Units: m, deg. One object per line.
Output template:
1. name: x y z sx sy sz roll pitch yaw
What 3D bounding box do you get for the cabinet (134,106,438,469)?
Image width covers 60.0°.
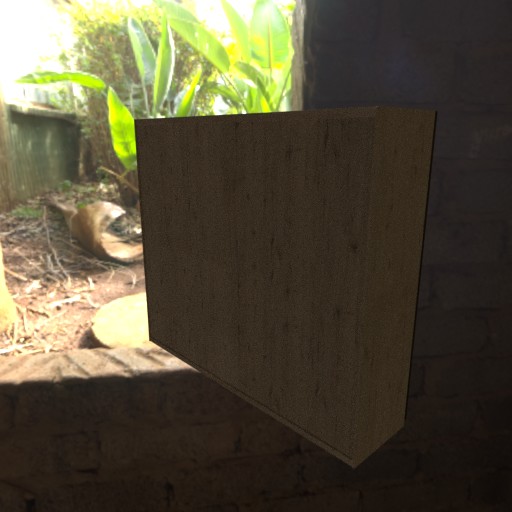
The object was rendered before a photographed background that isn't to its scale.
1. cabinet: 0.000 0.000 3.616 0.660 2.180 2.500 -14 20 -42
